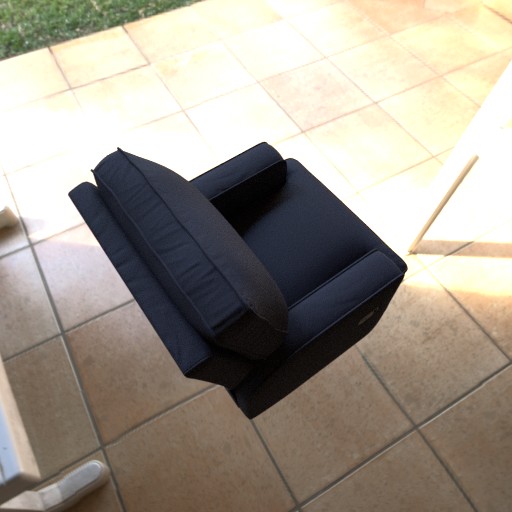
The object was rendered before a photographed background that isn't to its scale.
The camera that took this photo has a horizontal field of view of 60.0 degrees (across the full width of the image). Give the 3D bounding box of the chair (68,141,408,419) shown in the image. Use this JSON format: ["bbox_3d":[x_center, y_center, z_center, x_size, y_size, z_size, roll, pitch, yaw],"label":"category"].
[{"bbox_3d":[0.000,0.000,1.707,0.964,0.962,0.861,-31,63,-18],"label":"chair"}]
